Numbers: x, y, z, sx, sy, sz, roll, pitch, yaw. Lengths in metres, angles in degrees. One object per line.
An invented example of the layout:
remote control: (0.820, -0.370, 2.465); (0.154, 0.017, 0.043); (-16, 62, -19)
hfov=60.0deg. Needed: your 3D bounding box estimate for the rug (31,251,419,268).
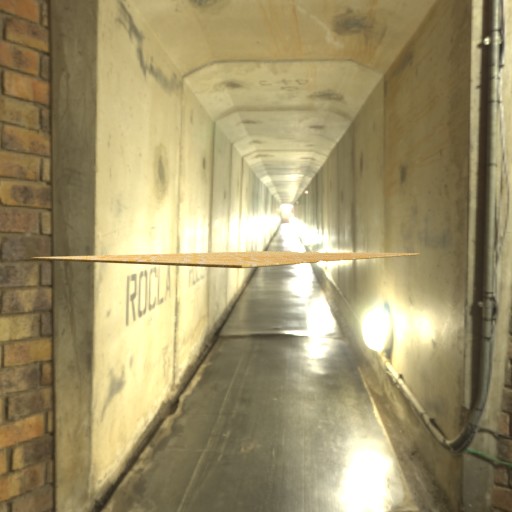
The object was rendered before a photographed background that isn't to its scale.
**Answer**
rug: (0.000, 0.000, 2.386); (1.213, 0.010, 1.829); (1, 2, 36)
